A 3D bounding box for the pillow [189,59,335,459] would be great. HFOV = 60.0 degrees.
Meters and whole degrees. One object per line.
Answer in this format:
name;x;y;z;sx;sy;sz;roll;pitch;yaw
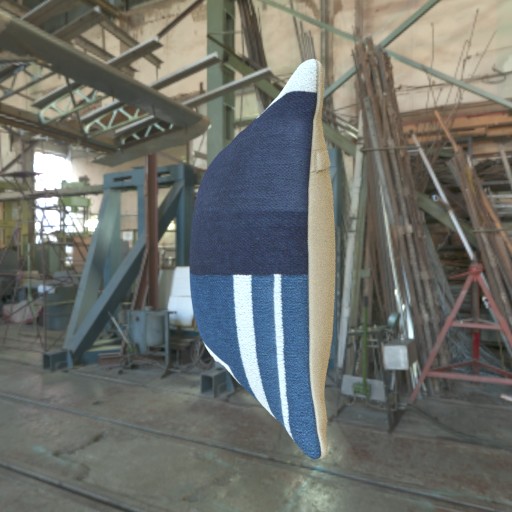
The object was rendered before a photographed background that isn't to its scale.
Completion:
pillow;0.000;0.000;0.797;0.229;0.506;0.536;0;0;-18
